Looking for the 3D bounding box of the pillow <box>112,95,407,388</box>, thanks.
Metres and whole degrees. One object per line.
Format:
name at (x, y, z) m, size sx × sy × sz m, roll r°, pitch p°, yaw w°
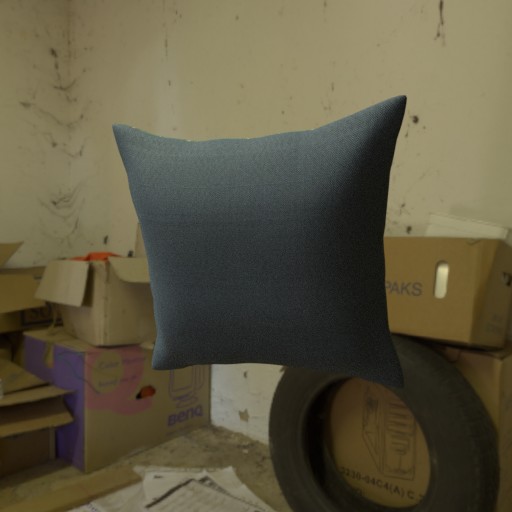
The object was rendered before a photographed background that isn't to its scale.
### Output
pillow at (0.000, 0.000, 0.707) m, size 0.453 × 0.430 × 0.200 m, roll 0°, pitch 1°, yaw 18°
